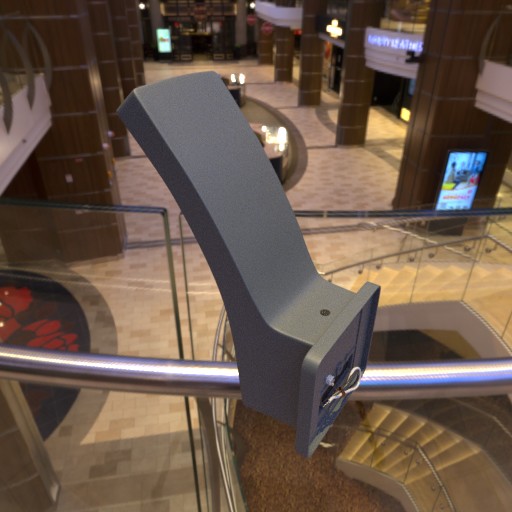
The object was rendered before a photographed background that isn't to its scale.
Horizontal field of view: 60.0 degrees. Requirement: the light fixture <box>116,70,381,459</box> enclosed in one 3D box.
[{"bbox_3d":[0.000,0.000,0.335,0.174,0.243,0.108,20,37,29],"label":"light fixture"}]
